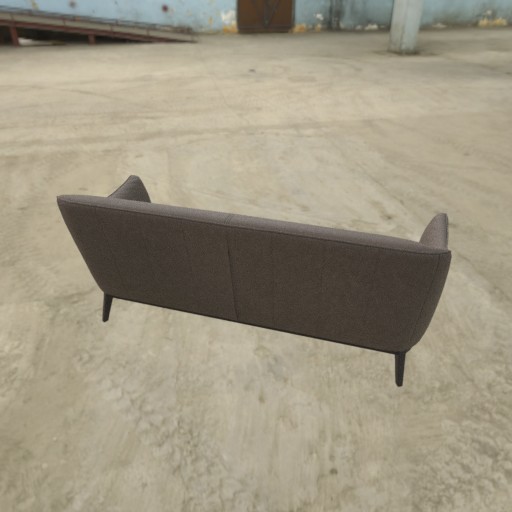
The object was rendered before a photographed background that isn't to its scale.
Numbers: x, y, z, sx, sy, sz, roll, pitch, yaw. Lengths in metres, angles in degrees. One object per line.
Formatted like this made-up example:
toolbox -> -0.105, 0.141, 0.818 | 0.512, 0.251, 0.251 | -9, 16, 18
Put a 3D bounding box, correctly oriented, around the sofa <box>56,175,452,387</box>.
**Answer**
sofa -> 0.000, 0.000, 2.405 | 1.928, 0.831, 0.869 | 9, 33, 15
